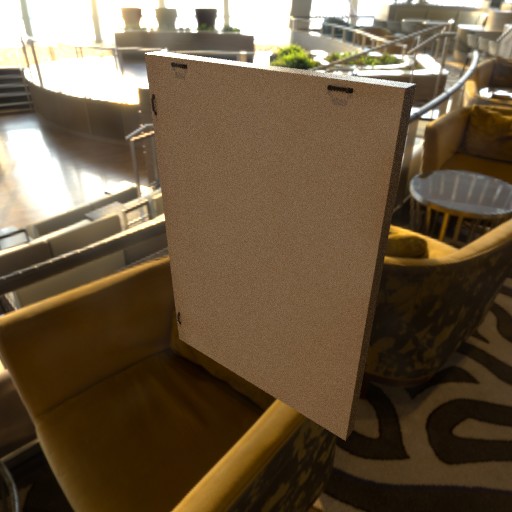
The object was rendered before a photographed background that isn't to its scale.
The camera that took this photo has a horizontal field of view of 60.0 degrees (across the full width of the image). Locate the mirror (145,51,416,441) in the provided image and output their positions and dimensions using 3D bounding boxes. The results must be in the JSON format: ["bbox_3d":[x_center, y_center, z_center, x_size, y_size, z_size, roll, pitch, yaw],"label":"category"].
[{"bbox_3d":[0.000,0.000,0.892,0.507,0.710,0.040,23,38,32],"label":"mirror"}]
